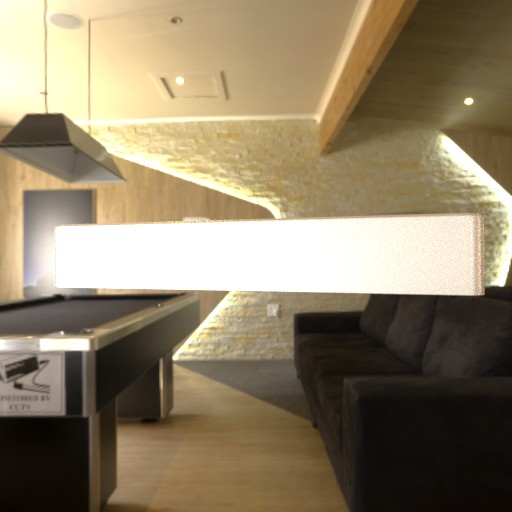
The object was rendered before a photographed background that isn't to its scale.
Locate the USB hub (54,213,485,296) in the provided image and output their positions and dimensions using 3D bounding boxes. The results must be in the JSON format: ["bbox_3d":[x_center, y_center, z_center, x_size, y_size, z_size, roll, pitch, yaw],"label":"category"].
[{"bbox_3d":[0.000,0.000,0.163,0.145,0.023,0.044,0,-1,16],"label":"USB hub"}]
